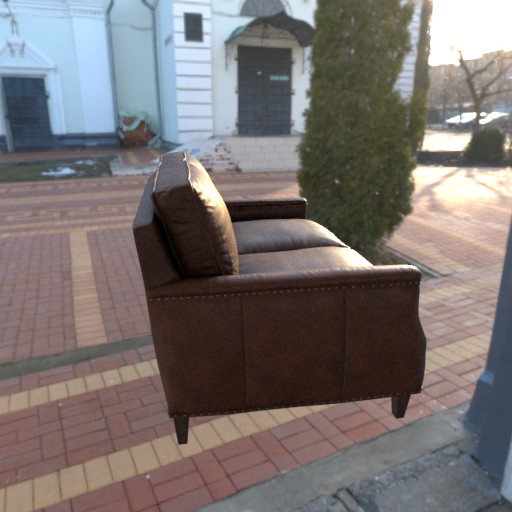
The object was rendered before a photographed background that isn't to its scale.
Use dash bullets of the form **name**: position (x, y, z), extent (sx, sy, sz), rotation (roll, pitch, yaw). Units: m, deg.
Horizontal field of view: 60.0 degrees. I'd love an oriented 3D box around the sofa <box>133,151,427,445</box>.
- **sofa**: position (0.000, 0.000, 2.293), extent (1.083, 1.003, 1.628), rotation (-3, 18, -9)
